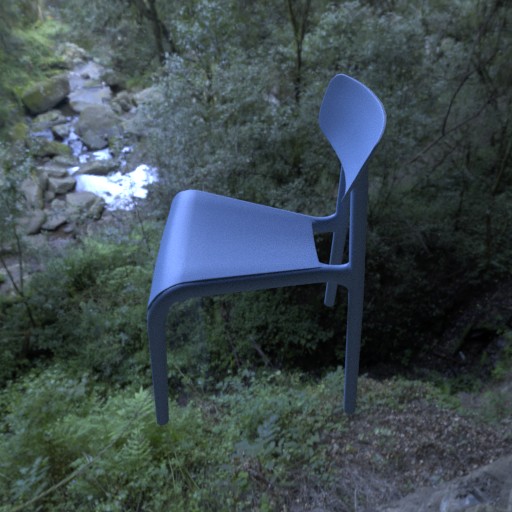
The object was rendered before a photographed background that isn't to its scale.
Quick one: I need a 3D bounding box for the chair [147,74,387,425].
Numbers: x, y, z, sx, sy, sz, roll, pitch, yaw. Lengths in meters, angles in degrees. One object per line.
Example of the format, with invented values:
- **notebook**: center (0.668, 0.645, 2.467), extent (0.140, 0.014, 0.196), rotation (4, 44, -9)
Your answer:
- **chair**: center (0.000, 0.000, 0.827), extent (0.401, 0.580, 0.356), rotation (0, 41, -1)
